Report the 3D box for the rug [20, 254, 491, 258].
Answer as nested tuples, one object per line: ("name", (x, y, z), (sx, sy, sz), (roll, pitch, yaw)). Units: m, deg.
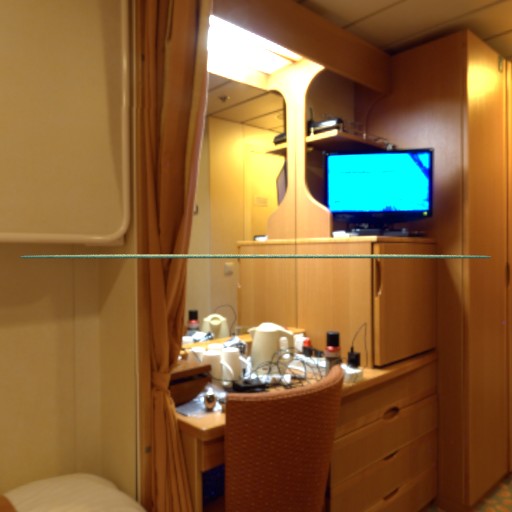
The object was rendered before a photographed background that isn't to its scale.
("rug", (0.000, 0.000, 2.848), (2.205, 0.012, 1.554), (0, 0, 0))
